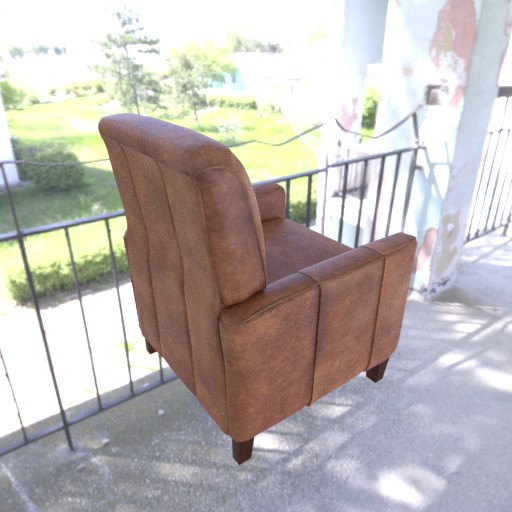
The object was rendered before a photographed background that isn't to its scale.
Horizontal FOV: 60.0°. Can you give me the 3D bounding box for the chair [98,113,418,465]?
[{"bbox_3d":[0.000,0.000,1.658,0.836,1.043,0.843,-18,31,-32],"label":"chair"}]
